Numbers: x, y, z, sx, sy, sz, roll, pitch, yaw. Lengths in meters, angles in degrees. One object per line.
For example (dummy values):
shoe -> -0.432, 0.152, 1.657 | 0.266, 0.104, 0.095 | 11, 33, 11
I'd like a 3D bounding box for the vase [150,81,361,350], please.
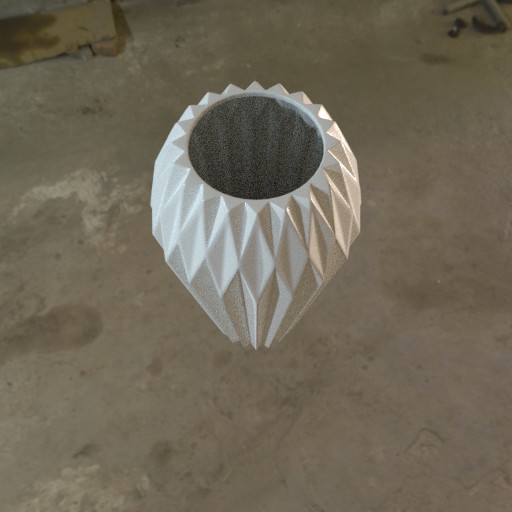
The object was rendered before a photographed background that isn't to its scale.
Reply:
vase -> 0.000, 0.000, 0.345 | 0.133, 0.263, 0.133 | 0, 64, 0
